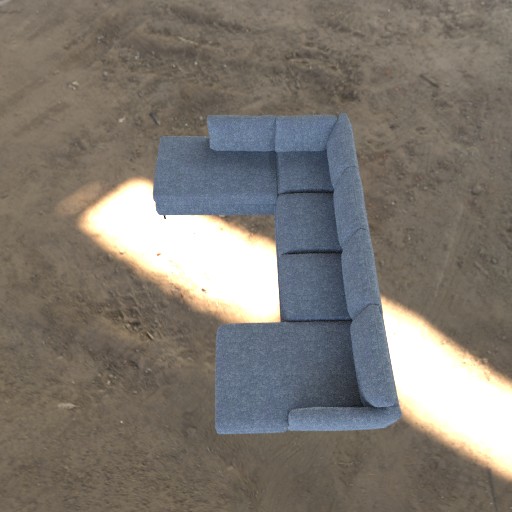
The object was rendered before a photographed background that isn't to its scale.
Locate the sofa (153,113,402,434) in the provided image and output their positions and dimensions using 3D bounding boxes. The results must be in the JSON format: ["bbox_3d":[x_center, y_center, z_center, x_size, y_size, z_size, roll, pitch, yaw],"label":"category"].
[{"bbox_3d":[0.000,0.000,3.709,1.879,0.756,2.737,-1,60,0],"label":"sofa"}]
